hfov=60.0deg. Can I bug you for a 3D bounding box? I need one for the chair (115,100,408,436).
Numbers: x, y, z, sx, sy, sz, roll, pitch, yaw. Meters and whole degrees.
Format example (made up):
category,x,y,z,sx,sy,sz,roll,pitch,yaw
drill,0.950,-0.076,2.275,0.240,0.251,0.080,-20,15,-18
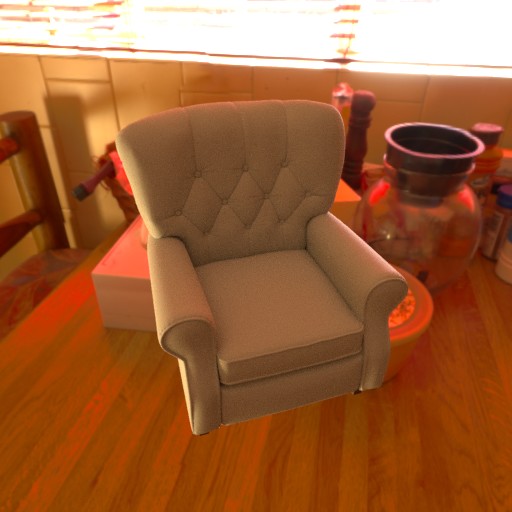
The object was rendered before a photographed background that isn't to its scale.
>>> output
category,x,y,z,sx,sy,sz,roll,pitch,yaw
chair,0.000,0.000,2.094,1.090,1.217,1.128,-10,34,-15
